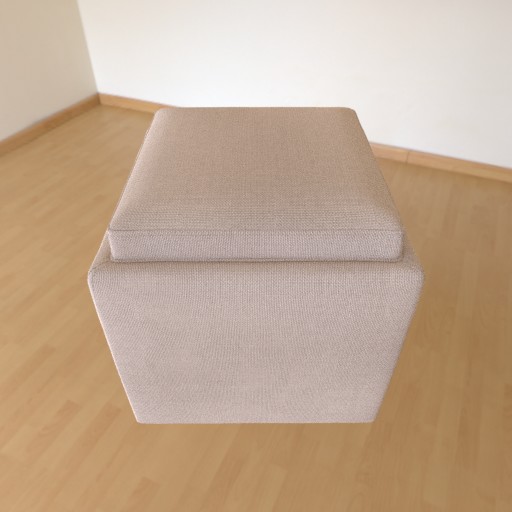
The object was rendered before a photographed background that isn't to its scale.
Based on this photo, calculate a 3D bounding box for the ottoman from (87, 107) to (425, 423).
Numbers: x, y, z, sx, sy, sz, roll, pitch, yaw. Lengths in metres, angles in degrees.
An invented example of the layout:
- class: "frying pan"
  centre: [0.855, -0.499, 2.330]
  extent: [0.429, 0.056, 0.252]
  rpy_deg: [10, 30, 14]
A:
- class: "ottoman"
  centre: [0.000, 0.000, 0.827]
  extent: [0.450, 0.460, 0.451]
  rpy_deg: [0, 41, 0]
